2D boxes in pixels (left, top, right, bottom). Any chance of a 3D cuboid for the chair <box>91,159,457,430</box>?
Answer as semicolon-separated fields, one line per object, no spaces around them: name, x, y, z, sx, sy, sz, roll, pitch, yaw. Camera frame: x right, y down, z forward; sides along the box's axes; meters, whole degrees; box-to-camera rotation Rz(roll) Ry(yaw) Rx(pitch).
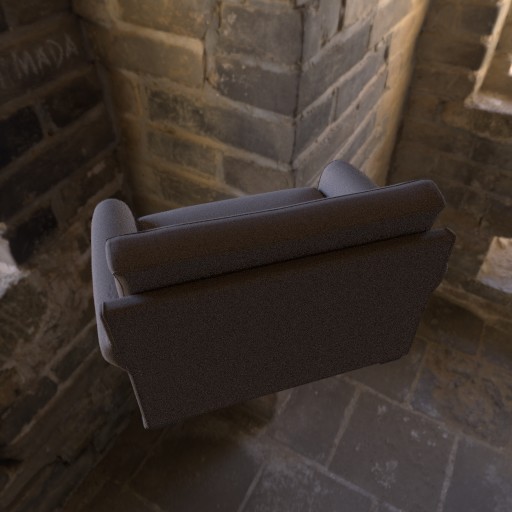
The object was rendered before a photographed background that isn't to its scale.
chair;0.000;0.000;2.022;1.390;0.930;0.930;-12;42;-13
